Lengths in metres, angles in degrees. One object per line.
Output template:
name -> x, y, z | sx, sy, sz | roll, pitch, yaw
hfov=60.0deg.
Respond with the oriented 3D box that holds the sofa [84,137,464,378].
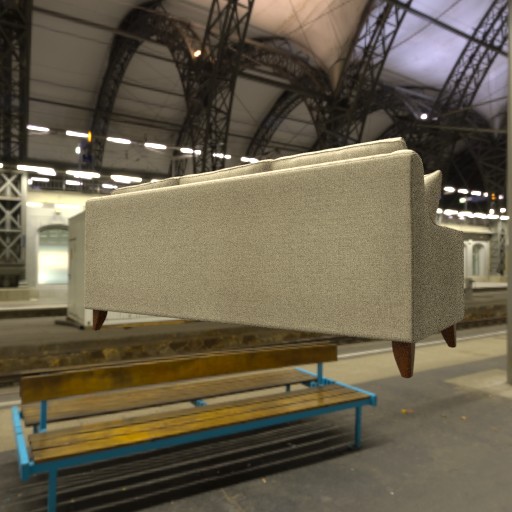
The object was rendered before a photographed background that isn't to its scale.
sofa -> 0.000, 0.000, 2.485 | 2.031, 0.914, 0.865 | -1, -1, 37
